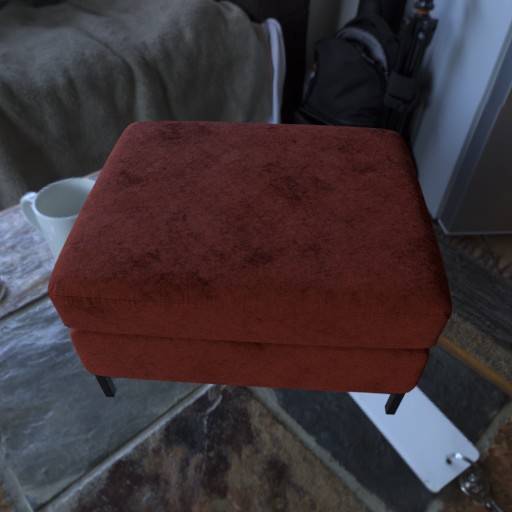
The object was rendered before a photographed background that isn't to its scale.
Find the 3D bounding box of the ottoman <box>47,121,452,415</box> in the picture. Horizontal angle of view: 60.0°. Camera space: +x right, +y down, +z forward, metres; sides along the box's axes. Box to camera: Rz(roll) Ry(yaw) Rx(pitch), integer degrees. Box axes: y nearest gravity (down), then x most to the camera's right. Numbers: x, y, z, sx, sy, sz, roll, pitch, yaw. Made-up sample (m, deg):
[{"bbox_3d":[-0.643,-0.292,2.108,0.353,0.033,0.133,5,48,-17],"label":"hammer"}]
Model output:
[{"bbox_3d":[0.000,0.000,1.167,0.782,0.462,0.650,3,46,3],"label":"ottoman"}]
